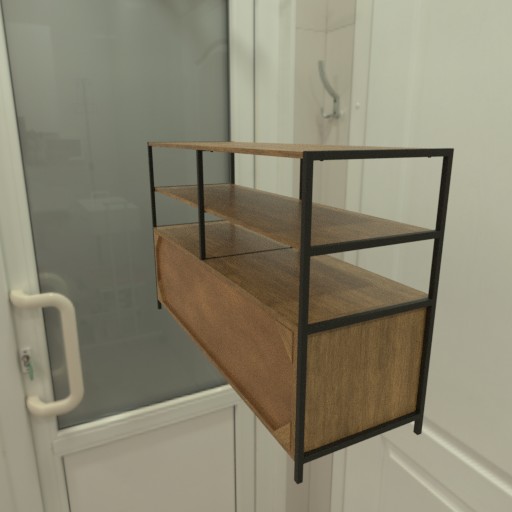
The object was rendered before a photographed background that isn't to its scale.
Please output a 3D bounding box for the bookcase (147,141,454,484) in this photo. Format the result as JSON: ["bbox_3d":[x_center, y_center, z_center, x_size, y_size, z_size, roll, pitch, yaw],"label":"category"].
[{"bbox_3d":[0.000,0.000,1.455,0.391,0.712,1.149,-8,17,-26],"label":"bookcase"}]
